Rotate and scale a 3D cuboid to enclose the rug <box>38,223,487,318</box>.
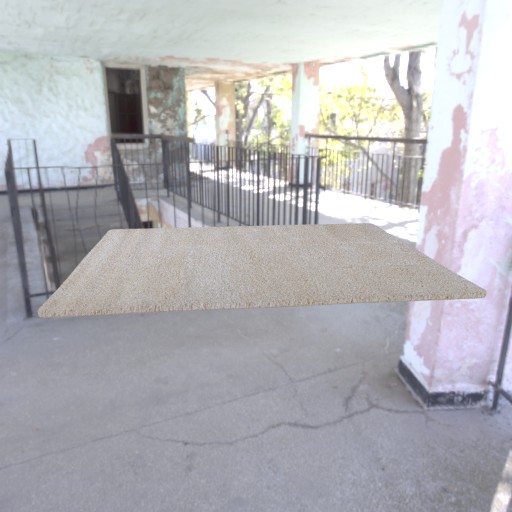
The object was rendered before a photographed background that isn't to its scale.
[{"bbox_3d":[0.000,0.000,2.124,1.600,0.025,1.199,-2,17,-6],"label":"rug"}]
